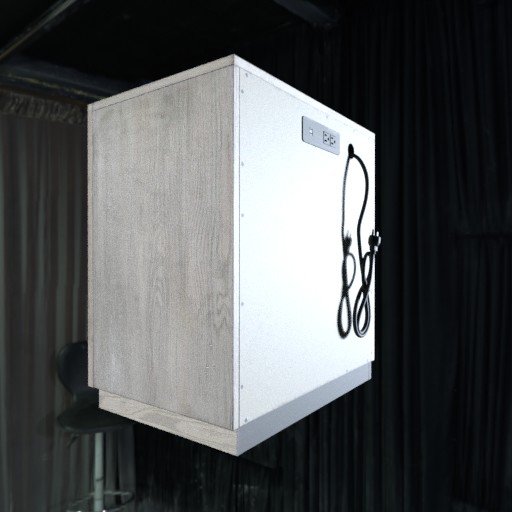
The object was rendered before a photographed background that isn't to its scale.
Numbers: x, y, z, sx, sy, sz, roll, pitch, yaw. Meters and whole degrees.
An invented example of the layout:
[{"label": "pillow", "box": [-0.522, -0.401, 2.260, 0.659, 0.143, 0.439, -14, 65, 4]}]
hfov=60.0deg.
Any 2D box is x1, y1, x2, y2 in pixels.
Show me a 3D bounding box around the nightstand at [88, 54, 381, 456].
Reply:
[{"label": "nightstand", "box": [0.000, 0.000, 1.087, 0.483, 0.673, 0.612, 0, 0, 37]}]
